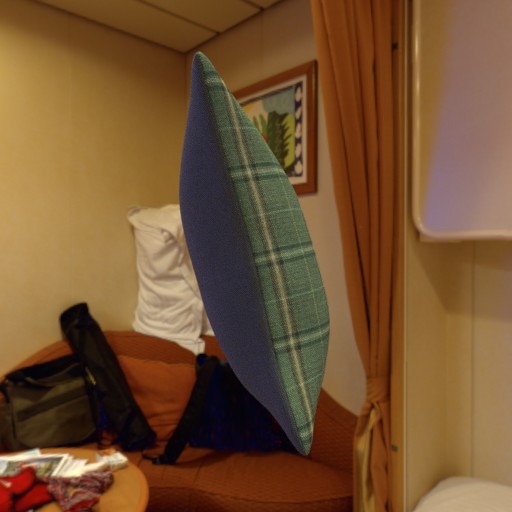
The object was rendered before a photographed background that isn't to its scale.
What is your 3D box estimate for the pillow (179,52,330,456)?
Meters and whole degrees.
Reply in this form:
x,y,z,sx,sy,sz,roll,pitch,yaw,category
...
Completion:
x,y,z,sx,sy,sz,roll,pitch,yaw,category
0.000,0.000,0.683,0.200,0.430,0.453,0,0,1,pillow
